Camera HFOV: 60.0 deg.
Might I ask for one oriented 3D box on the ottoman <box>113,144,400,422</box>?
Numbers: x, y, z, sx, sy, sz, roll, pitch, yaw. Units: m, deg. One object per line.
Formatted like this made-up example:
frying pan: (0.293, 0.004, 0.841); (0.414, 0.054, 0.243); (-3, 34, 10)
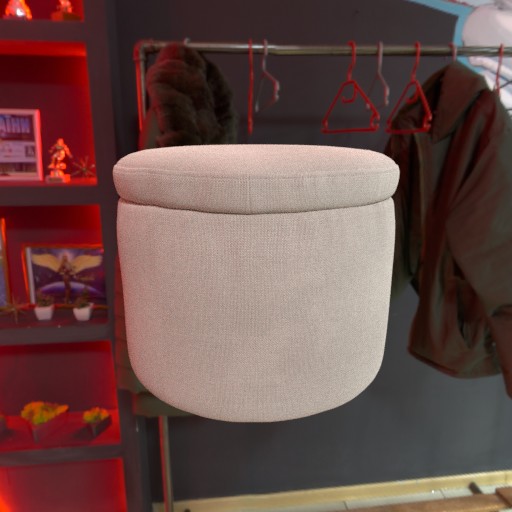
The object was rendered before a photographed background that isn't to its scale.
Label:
ottoman: (0.000, 0.000, 0.842); (0.497, 0.409, 0.497); (0, 15, 0)
